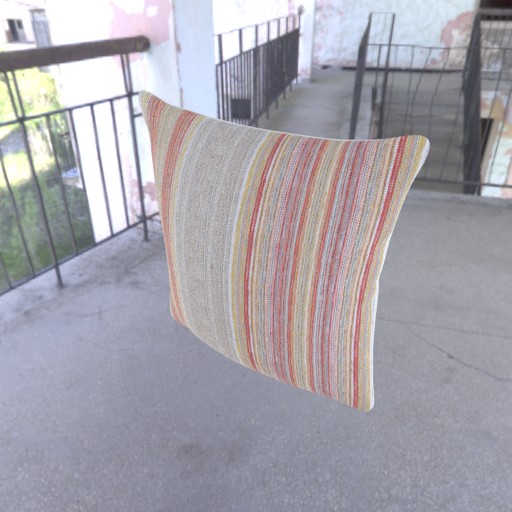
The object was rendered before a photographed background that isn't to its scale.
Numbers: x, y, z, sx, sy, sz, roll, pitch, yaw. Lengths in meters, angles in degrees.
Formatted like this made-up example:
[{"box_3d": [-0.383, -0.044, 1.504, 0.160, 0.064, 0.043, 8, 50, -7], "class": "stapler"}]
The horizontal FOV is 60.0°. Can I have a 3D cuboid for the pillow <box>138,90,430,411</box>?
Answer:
[{"box_3d": [0.000, 0.000, 0.693, 0.451, 0.449, 0.191, 19, 36, 29], "class": "pillow"}]
